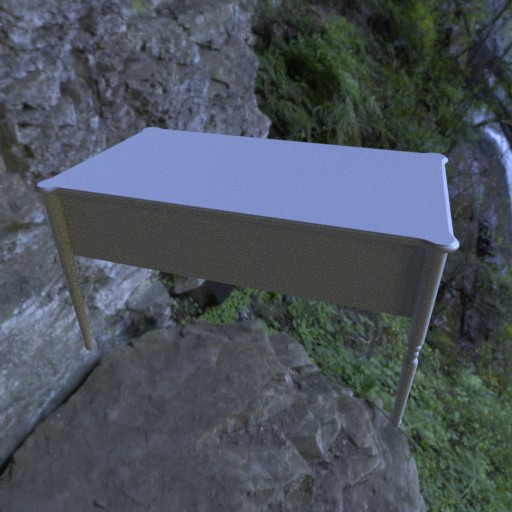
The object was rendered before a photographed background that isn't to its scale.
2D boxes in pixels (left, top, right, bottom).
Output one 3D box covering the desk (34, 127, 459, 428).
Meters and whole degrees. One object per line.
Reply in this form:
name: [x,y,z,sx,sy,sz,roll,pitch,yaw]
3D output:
desk: [0.000,0.000,1.847,1.380,0.762,0.807,9,32,15]
